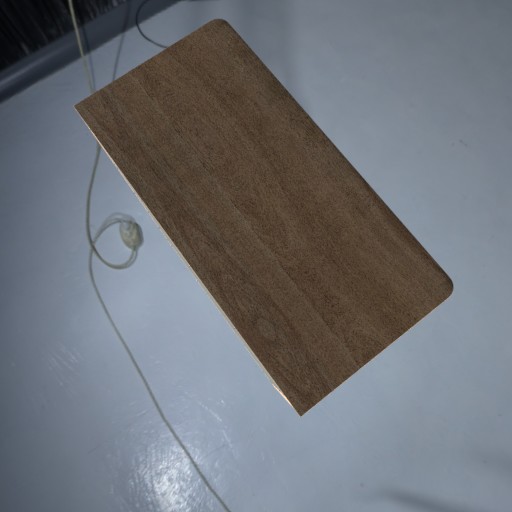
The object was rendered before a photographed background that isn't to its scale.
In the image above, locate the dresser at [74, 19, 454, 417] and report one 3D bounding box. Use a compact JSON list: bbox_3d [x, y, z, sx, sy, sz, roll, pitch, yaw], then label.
[{"bbox_3d":[0.000,0.000,1.753,0.484,1.318,0.973,-36,79,-8],"label":"dresser"}]
